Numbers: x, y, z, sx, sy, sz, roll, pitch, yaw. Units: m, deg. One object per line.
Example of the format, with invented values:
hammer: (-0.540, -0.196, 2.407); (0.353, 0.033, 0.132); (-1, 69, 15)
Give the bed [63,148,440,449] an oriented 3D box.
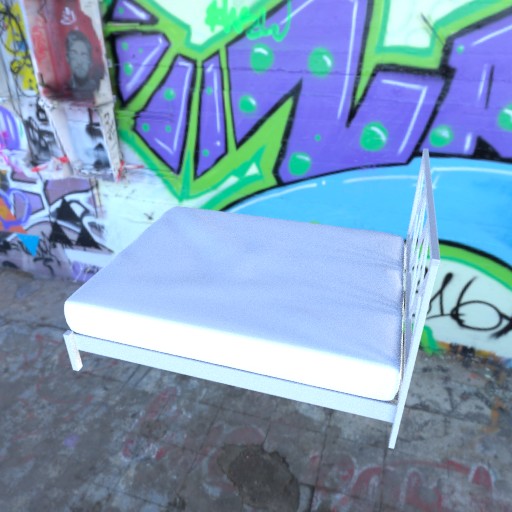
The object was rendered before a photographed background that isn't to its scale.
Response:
bed: (0.000, 0.000, 3.145); (2.135, 1.253, 1.673); (9, 31, 15)
